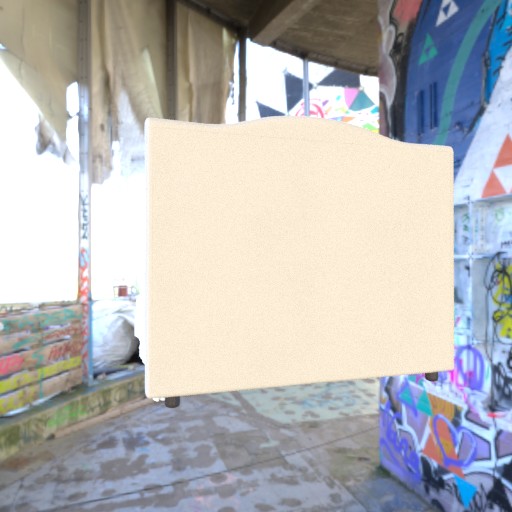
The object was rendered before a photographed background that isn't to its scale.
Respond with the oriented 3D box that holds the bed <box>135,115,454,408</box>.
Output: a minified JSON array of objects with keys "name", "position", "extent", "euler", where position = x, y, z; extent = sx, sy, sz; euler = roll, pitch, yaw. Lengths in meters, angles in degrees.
[{"name":"bed","position":[0.000,0.000,3.172],"extent":[1.678,1.398,2.052],"euler":[0,0,-18]}]
